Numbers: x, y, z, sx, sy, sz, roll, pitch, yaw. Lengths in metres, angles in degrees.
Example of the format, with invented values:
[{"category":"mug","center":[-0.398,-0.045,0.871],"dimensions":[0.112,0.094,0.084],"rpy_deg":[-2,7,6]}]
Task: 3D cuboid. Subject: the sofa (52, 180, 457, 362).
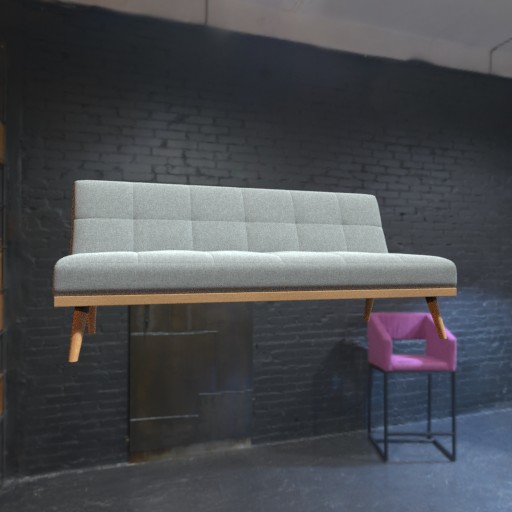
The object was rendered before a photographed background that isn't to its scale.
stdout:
[{"category":"sofa","center":[0.000,0.000,2.264],"dimensions":[1.820,0.800,0.800],"rpy_deg":[0,-1,-17]}]
